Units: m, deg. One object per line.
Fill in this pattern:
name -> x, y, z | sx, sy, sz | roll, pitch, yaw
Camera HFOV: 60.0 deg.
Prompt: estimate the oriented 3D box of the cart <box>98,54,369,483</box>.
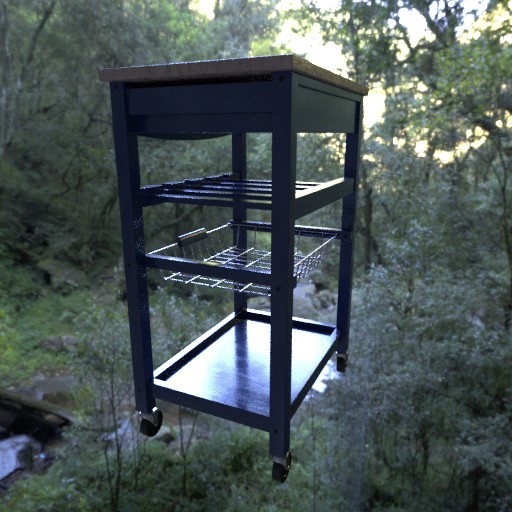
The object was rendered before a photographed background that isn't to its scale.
cart -> 0.000, 0.000, 1.133 | 0.403, 0.839, 0.584 | 7, 17, 24
